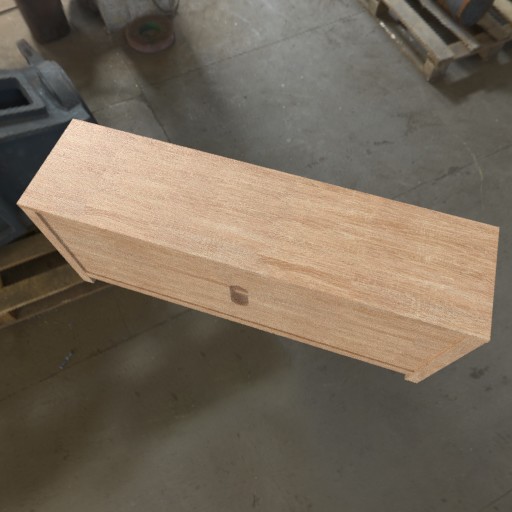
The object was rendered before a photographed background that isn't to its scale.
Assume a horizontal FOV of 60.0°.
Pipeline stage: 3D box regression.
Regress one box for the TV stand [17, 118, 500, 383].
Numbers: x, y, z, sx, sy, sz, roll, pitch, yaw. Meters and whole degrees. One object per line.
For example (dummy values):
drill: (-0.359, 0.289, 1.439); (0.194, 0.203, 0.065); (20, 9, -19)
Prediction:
TV stand: (0.000, 0.000, 1.661); (1.466, 0.610, 0.398); (16, 65, 8)
